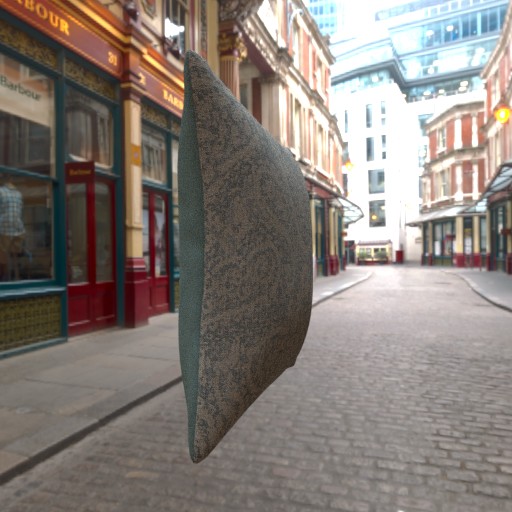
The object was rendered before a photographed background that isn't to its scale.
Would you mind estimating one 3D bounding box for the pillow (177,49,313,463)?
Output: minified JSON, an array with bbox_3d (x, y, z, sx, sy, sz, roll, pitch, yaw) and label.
[{"bbox_3d":[0.000,0.000,0.786,0.166,0.507,0.526,0,0,17],"label":"pillow"}]
